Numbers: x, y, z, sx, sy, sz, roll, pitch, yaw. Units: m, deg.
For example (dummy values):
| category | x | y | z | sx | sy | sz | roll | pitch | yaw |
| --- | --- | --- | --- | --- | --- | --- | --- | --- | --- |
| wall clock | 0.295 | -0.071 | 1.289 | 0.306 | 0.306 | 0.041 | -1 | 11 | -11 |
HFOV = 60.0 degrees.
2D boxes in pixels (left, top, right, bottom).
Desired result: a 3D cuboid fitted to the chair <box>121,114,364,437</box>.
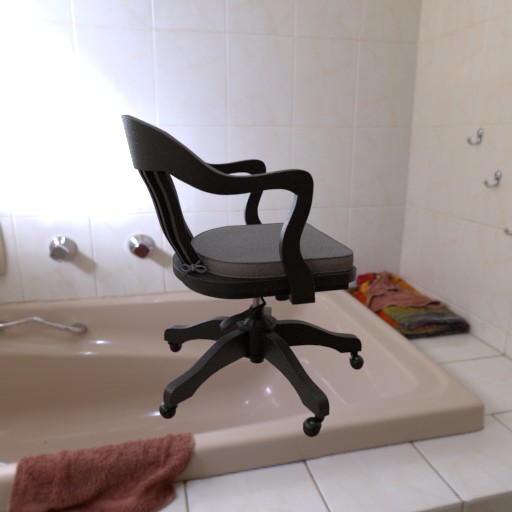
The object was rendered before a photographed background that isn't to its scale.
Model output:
| category | x | y | z | sx | sy | sz | roll | pitch | yaw |
| --- | --- | --- | --- | --- | --- | --- | --- | --- | --- |
| chair | 0.000 | 0.000 | 1.457 | 0.788 | 0.878 | 0.750 | -3 | 15 | -11 |
